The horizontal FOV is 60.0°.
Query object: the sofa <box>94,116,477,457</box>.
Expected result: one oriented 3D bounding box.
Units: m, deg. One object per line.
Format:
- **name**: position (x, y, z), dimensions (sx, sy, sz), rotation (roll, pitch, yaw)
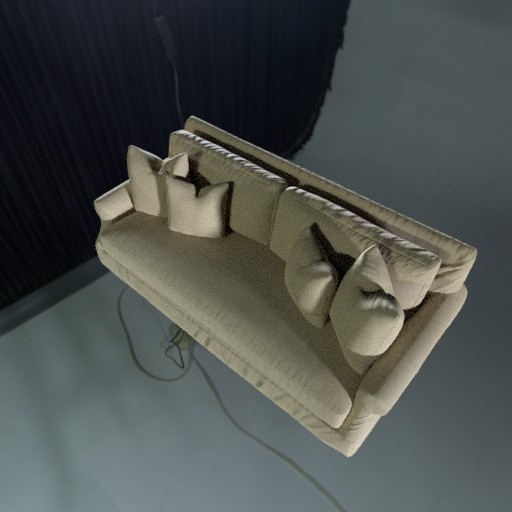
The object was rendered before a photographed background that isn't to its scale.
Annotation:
- **sofa**: position (0.000, 0.000, 2.778), dimensions (2.285, 0.904, 1.067), rotation (32, 53, 27)
